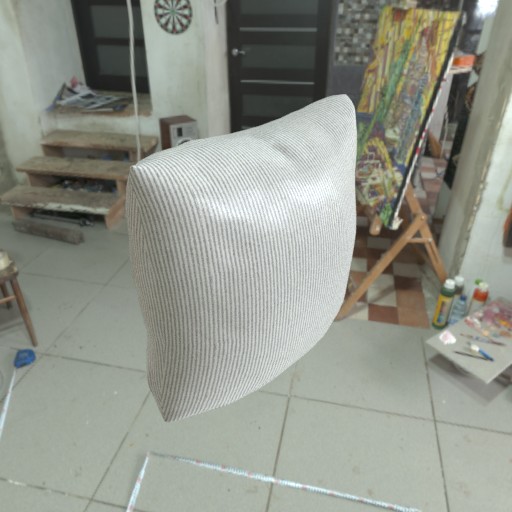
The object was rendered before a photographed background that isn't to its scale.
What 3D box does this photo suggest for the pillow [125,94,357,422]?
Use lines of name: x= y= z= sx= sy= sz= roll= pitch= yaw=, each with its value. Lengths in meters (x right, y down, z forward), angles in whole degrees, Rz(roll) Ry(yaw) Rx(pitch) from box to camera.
pillow: x=0.000 y=0.000 z=0.703 sx=0.387 sy=0.432 sz=0.310 roll=-9 pitch=32 yaw=-14
